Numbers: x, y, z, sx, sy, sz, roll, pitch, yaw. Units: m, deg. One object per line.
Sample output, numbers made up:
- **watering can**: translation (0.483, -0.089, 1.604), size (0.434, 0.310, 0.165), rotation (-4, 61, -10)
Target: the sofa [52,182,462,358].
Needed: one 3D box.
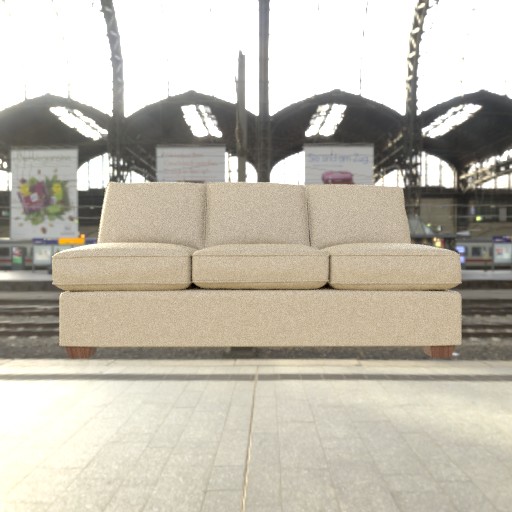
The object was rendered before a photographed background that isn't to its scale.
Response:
- **sofa**: translation (0.000, 0.000, 2.562), size (1.962, 0.973, 1.027), rotation (0, 0, -1)
